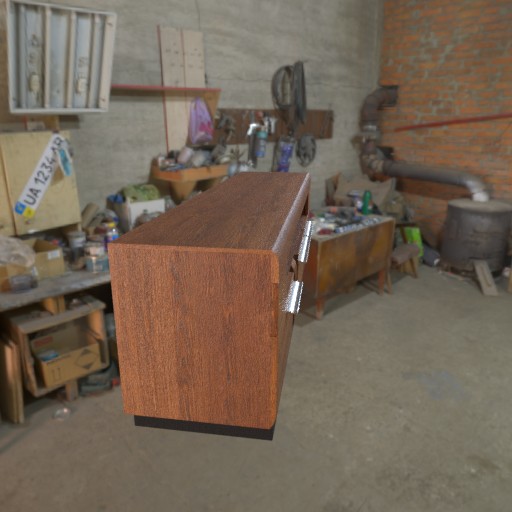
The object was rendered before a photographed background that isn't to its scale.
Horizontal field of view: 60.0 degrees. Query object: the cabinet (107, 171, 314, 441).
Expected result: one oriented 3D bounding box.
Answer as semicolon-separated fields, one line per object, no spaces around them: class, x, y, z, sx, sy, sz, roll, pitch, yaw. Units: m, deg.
cabinet;0.000;0.000;1.793;0.419;0.510;1.600;3;17;9
